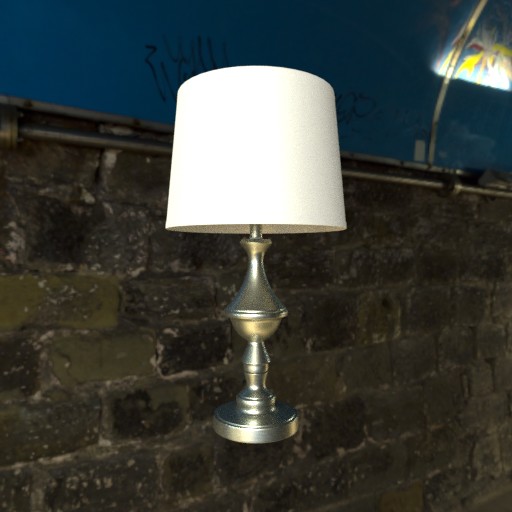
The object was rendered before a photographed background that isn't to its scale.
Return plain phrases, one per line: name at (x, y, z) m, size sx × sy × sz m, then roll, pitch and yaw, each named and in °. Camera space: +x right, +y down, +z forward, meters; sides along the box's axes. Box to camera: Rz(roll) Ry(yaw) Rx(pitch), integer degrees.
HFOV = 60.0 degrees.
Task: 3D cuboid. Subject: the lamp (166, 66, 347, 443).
lamp at (0.000, 0.000, 0.957) m, size 0.383 × 0.733 × 0.383 m, roll 0°, pitch 0°, yaw 0°
